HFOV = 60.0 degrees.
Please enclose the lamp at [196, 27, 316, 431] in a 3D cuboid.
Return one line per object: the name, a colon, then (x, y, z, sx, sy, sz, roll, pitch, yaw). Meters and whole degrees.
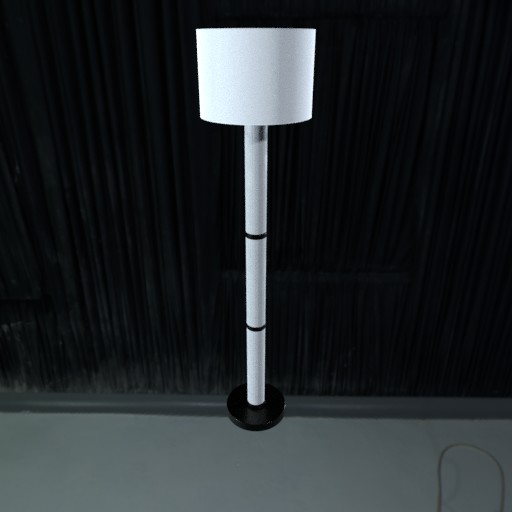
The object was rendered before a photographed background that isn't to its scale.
lamp: (0.000, 0.000, 1.744, 0.377, 1.599, 0.377, -1, 26, -1)
